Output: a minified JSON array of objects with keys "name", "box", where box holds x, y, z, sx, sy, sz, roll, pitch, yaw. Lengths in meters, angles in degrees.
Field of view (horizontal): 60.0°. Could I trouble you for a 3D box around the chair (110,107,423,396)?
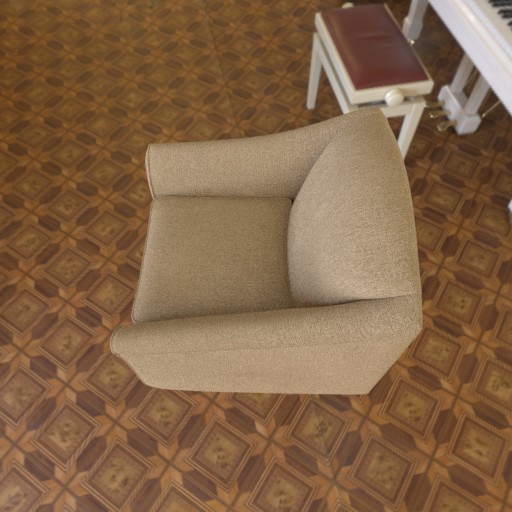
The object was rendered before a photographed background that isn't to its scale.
[{"name":"chair","box":[0.000,0.000,1.457,0.787,0.839,0.763,1,59,0]}]
